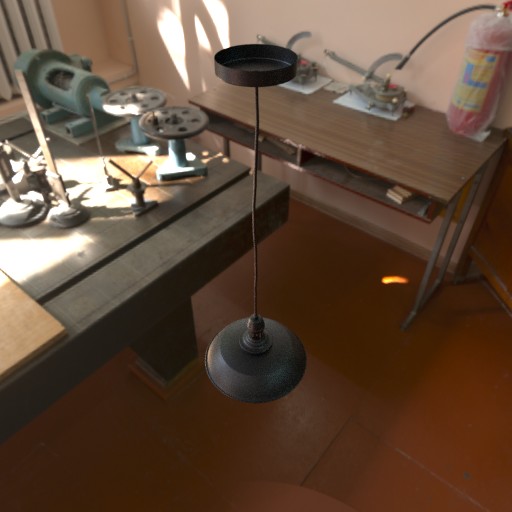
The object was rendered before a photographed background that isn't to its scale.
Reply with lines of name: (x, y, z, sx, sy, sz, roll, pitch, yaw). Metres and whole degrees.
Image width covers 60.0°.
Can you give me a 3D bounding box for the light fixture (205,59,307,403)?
light fixture: (0.000, 0.000, 1.156, 0.331, 0.993, 0.331, -11, 43, -12)
